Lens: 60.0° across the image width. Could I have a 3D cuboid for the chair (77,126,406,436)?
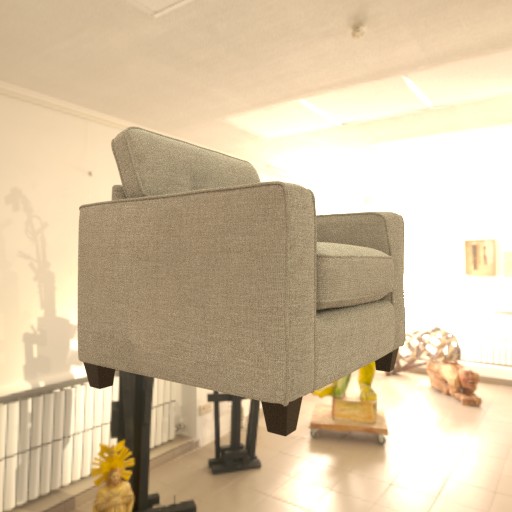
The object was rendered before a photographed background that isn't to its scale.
[{"bbox_3d":[0.000,0.000,1.766,0.939,0.965,1.015,0,-1,35],"label":"chair"}]
